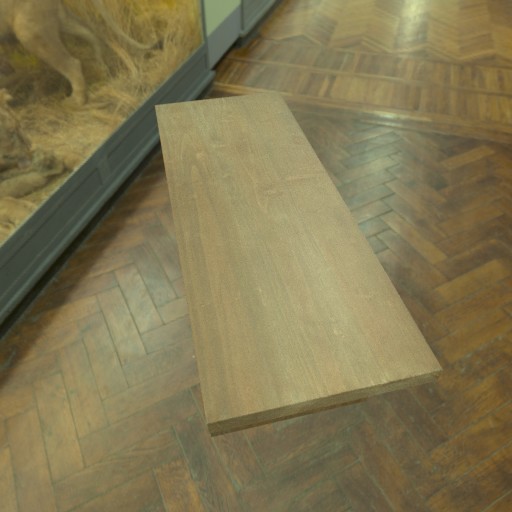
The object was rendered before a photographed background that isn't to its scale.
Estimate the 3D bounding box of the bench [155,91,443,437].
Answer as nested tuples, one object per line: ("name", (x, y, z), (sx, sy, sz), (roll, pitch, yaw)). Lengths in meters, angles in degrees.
("bench", (0.000, 0.000, 1.377), (0.458, 0.458, 1.183), (-10, 47, -9))
